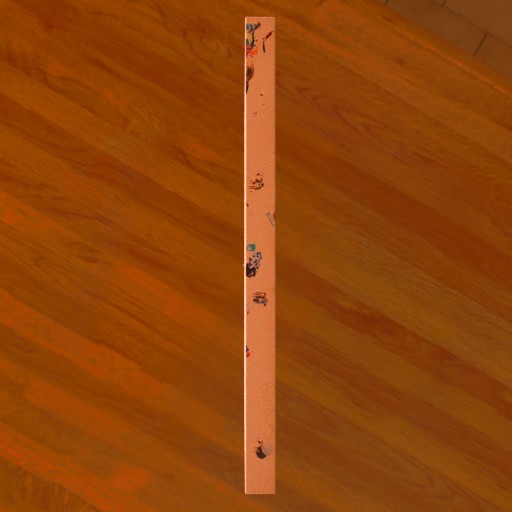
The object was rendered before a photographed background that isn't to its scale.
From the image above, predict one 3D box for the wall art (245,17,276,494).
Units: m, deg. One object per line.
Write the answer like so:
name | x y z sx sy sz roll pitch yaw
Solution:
wall art | 0.000 0.000 0.768 0.039 0.406 0.609 0 89 -2
